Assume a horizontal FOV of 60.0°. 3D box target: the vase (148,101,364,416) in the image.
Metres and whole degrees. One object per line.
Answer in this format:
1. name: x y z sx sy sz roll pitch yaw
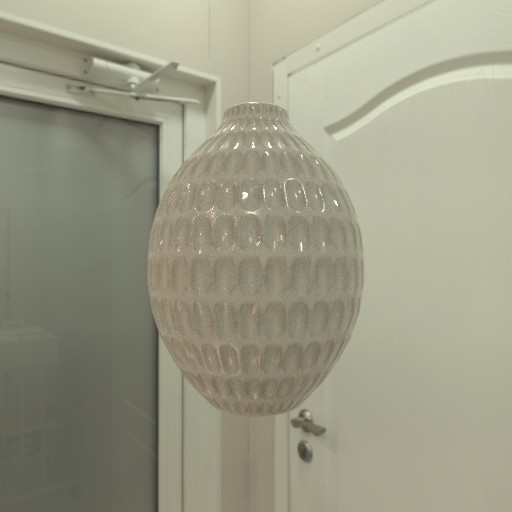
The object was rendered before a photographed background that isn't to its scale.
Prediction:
1. vase: 0.000 0.000 0.340 0.162 0.223 0.162 0 -1 0
